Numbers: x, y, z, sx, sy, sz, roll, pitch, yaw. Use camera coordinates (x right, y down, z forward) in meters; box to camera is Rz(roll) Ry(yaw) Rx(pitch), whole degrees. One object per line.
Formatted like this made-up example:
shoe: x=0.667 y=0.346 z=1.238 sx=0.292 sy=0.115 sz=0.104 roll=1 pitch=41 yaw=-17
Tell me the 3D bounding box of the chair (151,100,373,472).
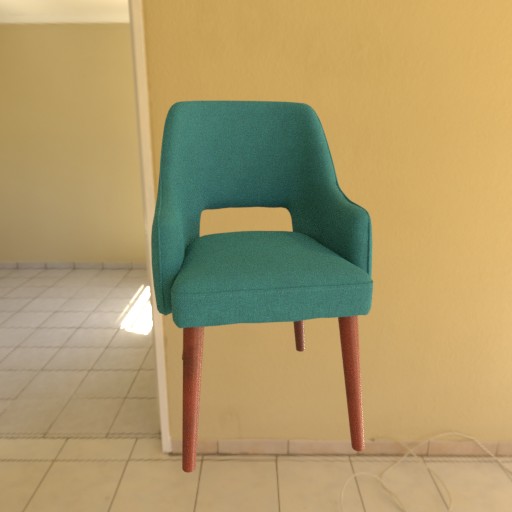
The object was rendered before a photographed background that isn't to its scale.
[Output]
chair: x=0.000 y=0.000 z=1.225 sx=0.548 sy=0.849 sz=0.605 roll=-3 pitch=16 yaw=-9
